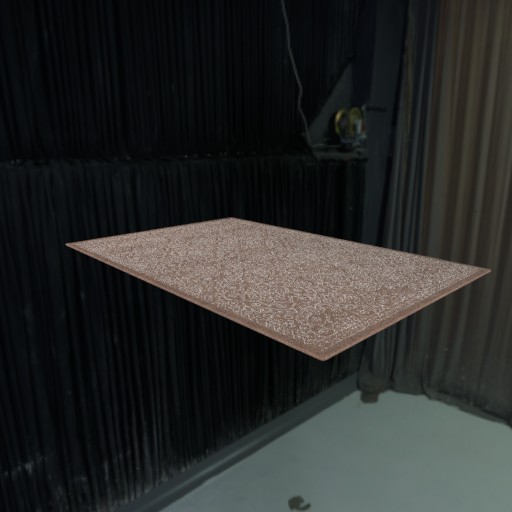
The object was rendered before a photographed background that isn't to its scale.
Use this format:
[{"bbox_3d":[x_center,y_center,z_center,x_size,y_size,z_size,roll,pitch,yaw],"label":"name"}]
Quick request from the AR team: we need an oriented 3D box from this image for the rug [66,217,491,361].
[{"bbox_3d":[0.000,0.000,2.810,1.524,0.011,2.286,-14,21,-41],"label":"rug"}]
